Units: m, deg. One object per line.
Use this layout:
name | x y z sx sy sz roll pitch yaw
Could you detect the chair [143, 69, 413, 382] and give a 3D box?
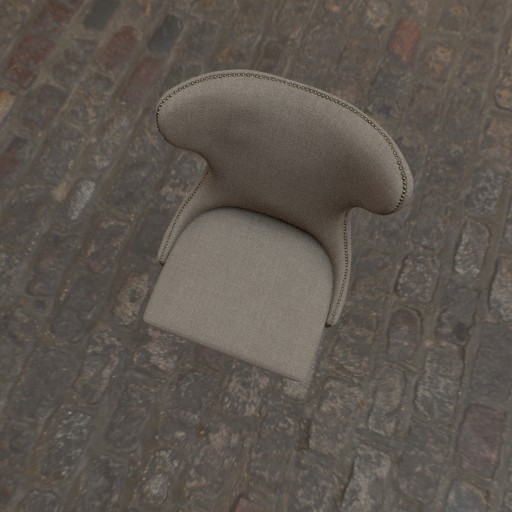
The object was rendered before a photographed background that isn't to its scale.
chair | 0.000 0.000 1.390 0.628 0.967 0.635 20 77 5
